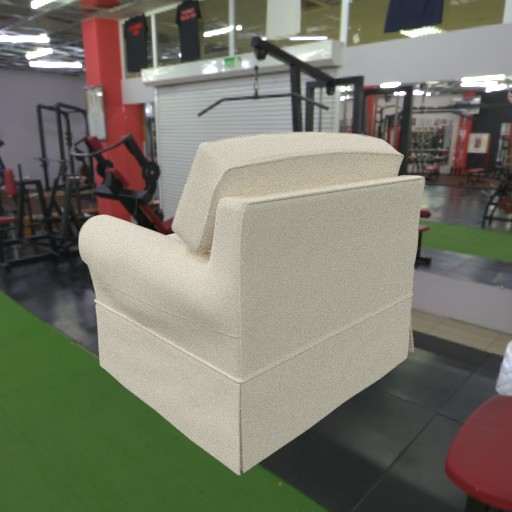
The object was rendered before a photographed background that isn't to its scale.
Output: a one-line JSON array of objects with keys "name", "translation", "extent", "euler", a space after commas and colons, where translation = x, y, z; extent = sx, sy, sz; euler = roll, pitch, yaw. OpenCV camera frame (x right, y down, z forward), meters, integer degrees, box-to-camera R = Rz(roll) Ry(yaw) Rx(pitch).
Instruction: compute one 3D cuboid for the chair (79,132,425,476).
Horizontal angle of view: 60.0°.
[{"name": "chair", "translation": [0.000, 0.000, 1.780], "extent": [1.099, 0.958, 0.904], "euler": [-15, 21, -43]}]
